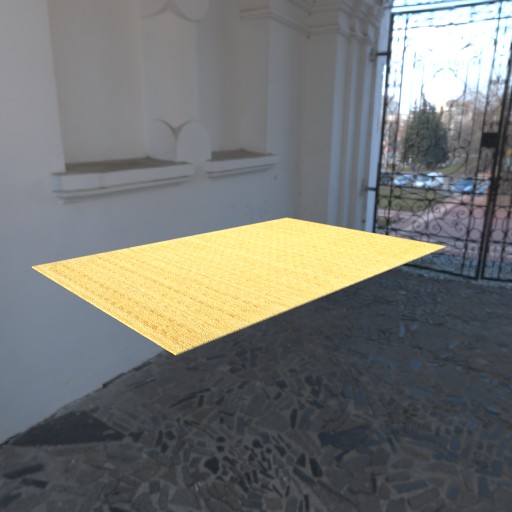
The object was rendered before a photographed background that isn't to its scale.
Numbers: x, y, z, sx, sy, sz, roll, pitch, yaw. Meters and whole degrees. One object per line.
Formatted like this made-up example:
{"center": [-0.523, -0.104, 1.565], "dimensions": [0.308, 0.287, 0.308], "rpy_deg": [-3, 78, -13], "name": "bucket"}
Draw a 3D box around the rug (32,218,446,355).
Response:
{"center": [0.000, 0.000, 2.910], "dimensions": [2.286, 0.006, 1.524], "rpy_deg": [-15, 21, -42], "name": "rug"}
